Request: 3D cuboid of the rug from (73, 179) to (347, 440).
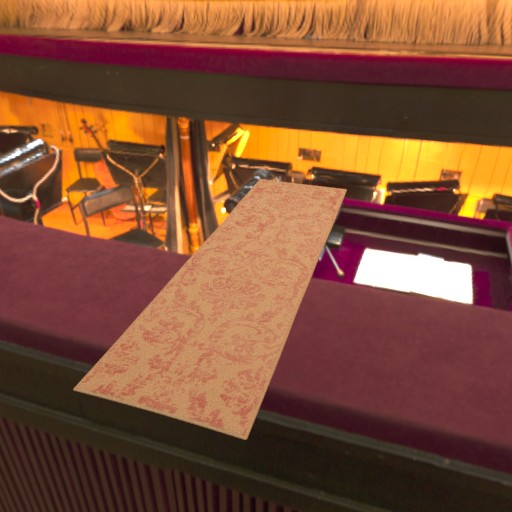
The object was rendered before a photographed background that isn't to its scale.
[{"bbox_3d":[0.000,0.000,2.398,0.662,0.011,2.196,10,32,16],"label":"rug"}]
